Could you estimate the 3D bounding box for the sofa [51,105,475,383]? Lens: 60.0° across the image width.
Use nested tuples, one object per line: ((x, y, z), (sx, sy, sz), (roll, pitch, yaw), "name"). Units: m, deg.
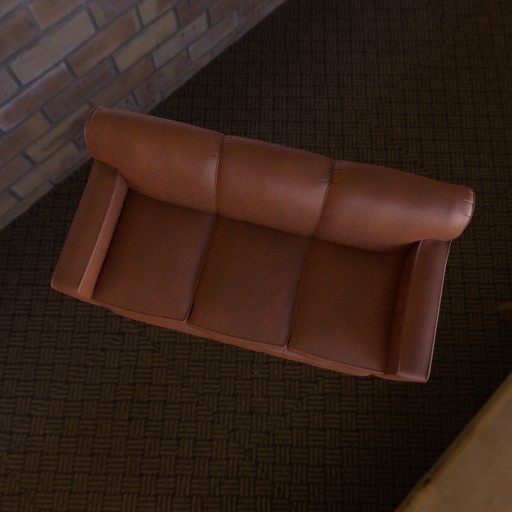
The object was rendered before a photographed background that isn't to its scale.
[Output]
((0.000, 0.000, 2.534), (2.039, 0.953, 1.008), (14, 76, 4), "sofa")
